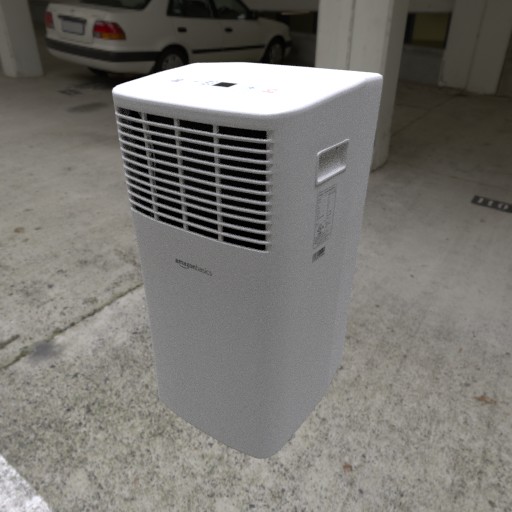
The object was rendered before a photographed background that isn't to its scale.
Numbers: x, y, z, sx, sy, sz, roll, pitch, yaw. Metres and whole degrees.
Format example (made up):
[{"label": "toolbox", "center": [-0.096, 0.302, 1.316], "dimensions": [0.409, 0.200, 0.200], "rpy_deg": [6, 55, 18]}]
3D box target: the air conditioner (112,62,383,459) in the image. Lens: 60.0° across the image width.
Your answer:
[{"label": "air conditioner", "center": [0.000, 0.000, 0.785], "dimensions": [0.304, 0.606, 0.349], "rpy_deg": [19, 35, 29]}]
